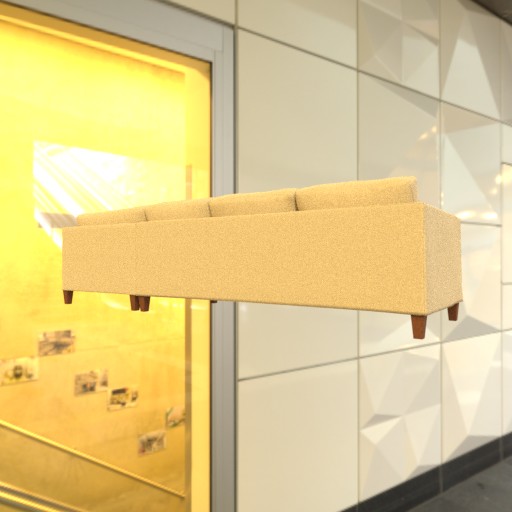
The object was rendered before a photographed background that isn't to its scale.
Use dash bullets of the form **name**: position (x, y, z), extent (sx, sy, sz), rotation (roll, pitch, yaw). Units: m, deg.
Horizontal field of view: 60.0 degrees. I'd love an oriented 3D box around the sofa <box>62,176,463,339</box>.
- **sofa**: position (0.000, 0.000, 3.747), extent (3.186, 0.861, 1.625), rotation (0, -1, 35)
